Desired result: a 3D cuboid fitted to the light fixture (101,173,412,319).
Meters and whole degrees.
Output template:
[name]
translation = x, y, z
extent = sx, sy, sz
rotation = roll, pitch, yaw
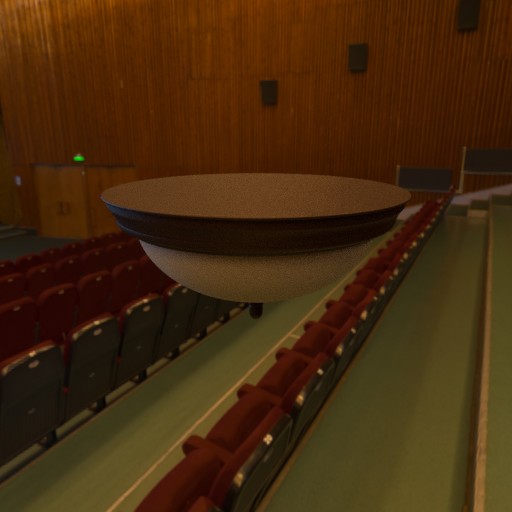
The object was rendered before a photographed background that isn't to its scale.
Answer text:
[light fixture]
translation = 0.000, 0.000, 0.440
extent = 0.280, 0.135, 0.280
rotation = 0, 16, 0
